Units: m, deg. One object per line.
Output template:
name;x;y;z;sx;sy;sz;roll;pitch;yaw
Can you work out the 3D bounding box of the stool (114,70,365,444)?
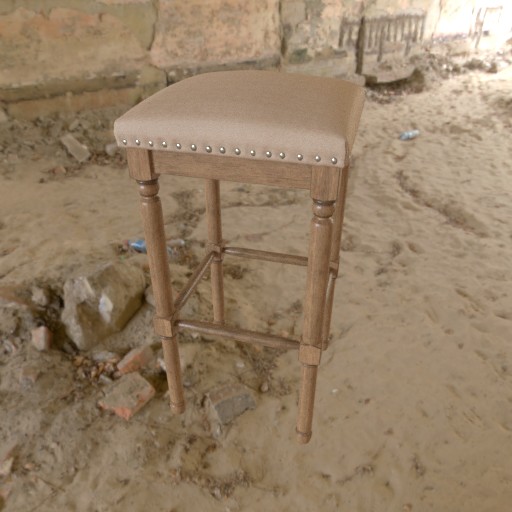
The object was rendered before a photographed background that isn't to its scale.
stool;0.000;0.000;1.001;0.382;0.768;0.383;8;33;13
